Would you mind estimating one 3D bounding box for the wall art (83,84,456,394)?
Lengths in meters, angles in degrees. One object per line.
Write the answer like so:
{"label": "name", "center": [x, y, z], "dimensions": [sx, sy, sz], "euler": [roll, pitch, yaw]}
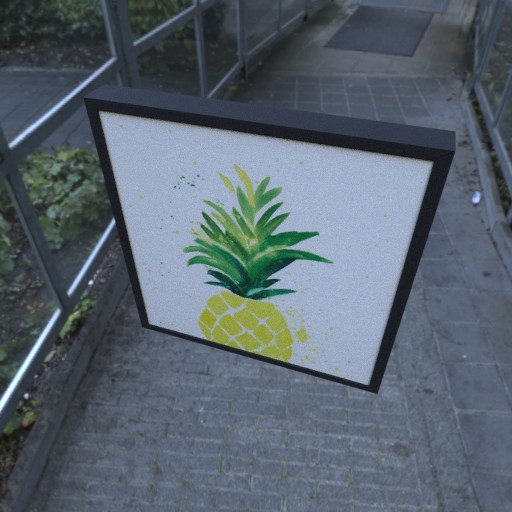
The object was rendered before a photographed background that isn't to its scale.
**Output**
{"label": "wall art", "center": [0.000, 0.000, 0.457], "dimensions": [0.305, 0.304, 0.033], "euler": [13, 42, 14]}
